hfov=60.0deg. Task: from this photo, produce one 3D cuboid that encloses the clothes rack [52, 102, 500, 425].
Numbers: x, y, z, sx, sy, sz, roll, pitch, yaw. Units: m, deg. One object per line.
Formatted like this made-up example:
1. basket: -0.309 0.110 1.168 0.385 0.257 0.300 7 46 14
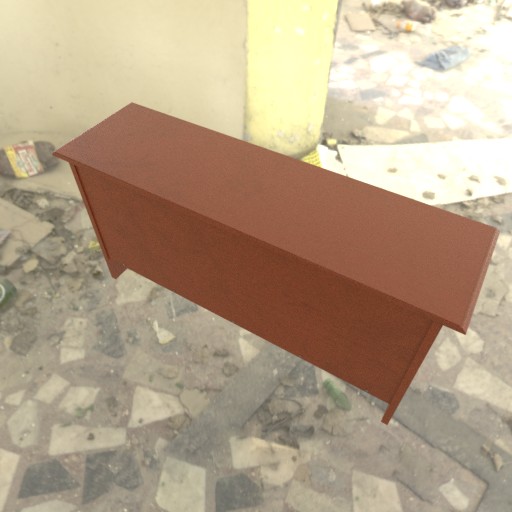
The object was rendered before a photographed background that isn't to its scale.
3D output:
1. clothes rack: 0.000 0.000 1.462 1.251 0.594 0.362 24 52 20
